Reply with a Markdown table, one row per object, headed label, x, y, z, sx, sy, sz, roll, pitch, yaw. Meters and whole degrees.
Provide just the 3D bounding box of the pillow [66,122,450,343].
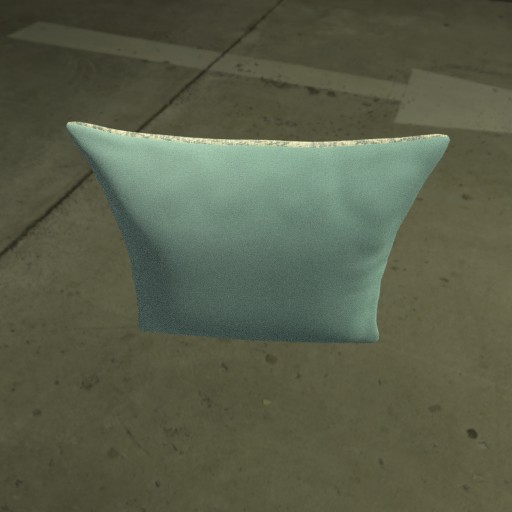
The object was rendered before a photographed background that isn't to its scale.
| label | x | y | z | sx | sy | sz | roll | pitch | yaw |
| --- | --- | --- | --- | --- | --- | --- | --- | --- | --- |
| pillow | 0.000 | 0.000 | 0.786 | 0.526 | 0.507 | 0.166 | 3 | 46 | 2 |
